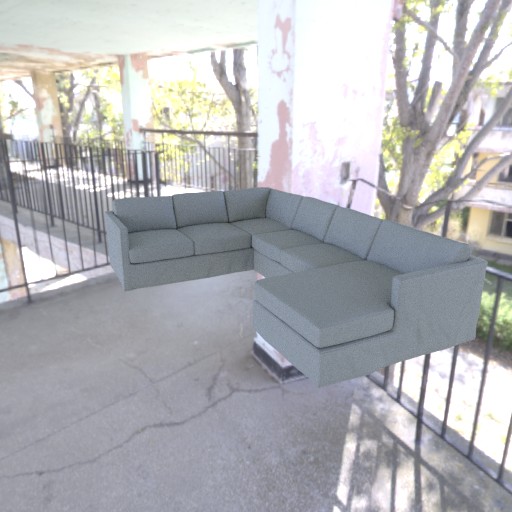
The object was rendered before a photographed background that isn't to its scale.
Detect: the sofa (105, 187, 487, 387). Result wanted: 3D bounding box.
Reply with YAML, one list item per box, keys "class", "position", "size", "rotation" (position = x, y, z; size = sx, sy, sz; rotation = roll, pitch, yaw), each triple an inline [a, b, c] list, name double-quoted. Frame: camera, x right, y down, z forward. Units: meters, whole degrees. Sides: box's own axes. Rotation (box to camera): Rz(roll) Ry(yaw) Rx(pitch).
- class: "sofa"
  position: [0.000, 0.000, 4.521]
  size: [2.427, 0.882, 3.460]
  rotation: [-9, 19, -25]
